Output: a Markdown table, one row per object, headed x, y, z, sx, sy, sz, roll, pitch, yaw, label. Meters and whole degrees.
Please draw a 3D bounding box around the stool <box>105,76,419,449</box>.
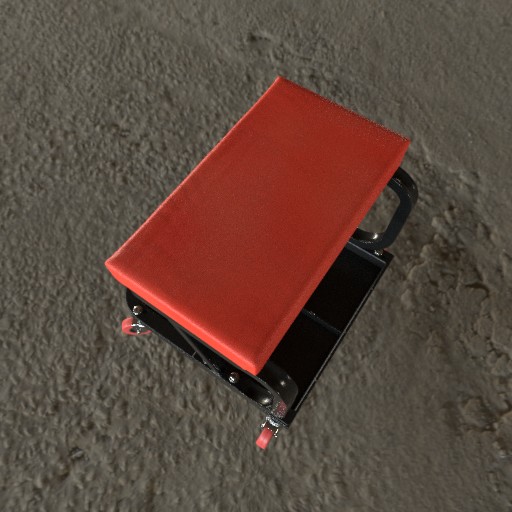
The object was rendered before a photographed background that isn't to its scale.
| x | y | z | sx | sy | sz | roll | pitch | yaw | label |
| --- | --- | --- | --- | --- | --- | --- | --- | --- | --- |
| 0.000 | 0.000 | 0.719 | 0.371 | 0.380 | 0.446 | 32 | 68 | 15 | stool |
